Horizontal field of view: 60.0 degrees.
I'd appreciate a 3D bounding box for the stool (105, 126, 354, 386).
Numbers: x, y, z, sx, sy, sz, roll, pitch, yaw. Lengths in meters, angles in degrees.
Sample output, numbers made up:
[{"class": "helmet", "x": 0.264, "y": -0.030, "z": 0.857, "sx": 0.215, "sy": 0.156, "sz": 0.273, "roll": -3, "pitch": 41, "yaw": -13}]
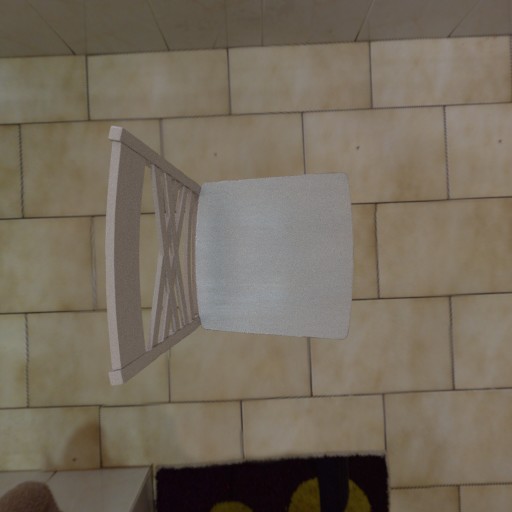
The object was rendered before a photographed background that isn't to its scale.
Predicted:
[{"class": "stool", "x": 0.000, "y": 0.000, "z": 1.320, "sx": 0.539, "sy": 1.079, "sz": 0.462, "roll": 0, "pitch": 90, "yaw": 0}]
